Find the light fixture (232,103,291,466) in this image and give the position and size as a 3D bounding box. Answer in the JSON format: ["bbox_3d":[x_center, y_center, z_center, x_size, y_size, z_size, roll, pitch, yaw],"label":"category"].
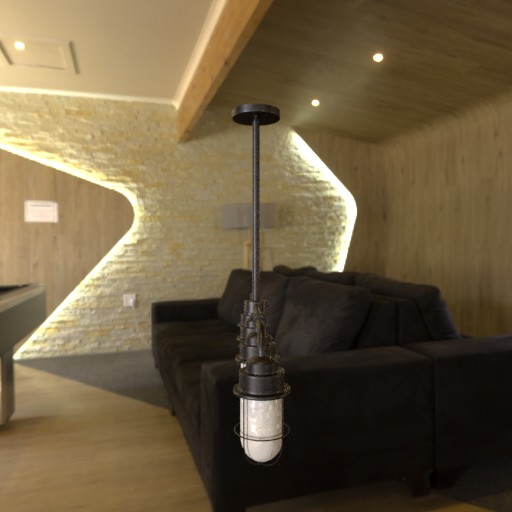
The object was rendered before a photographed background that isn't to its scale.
[{"bbox_3d":[0.000,0.000,1.210,0.131,0.785,0.852,0,1,-2],"label":"light fixture"}]
